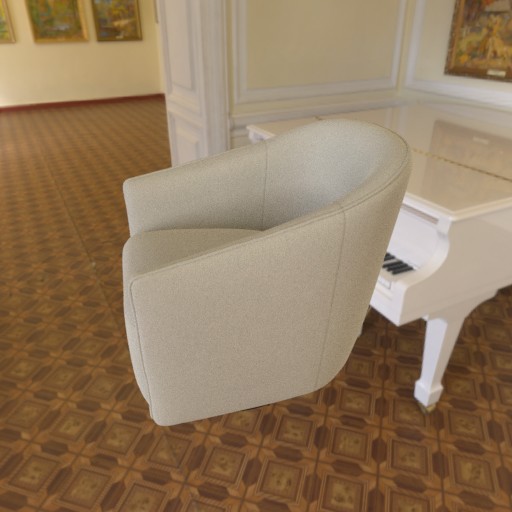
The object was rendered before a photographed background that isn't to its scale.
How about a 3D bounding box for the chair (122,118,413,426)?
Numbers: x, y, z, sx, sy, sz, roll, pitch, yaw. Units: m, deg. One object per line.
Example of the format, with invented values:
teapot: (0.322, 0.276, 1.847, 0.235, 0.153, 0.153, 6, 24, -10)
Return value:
chair: (0.000, 0.000, 1.480, 0.875, 0.799, 0.747, -8, 30, -14)
